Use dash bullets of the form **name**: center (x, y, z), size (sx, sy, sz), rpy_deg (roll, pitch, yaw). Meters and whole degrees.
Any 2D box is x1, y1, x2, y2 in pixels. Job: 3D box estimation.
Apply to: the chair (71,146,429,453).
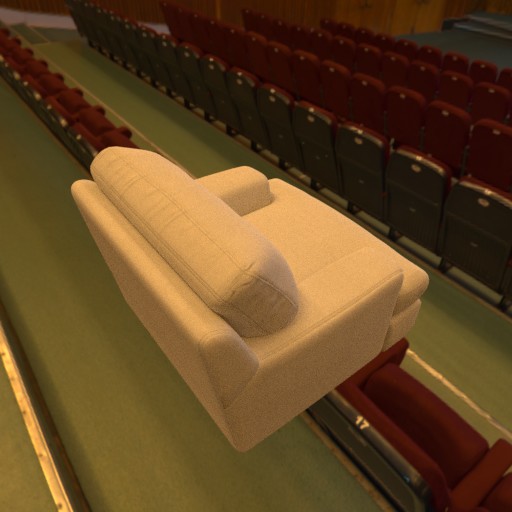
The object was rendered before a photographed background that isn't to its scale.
- **chair**: center (0.000, 0.000, 1.980), size (1.158, 0.930, 1.140), rpy_deg (-26, 47, -27)
